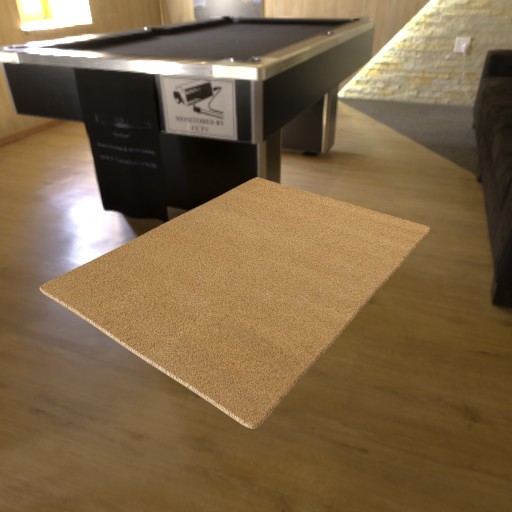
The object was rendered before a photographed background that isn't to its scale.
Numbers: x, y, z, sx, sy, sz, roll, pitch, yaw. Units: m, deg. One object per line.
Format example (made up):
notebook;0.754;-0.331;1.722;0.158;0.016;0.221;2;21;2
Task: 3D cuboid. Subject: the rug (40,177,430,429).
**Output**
rug;0.000;0.000;2.189;1.199;0.025;1.600;22;38;31
